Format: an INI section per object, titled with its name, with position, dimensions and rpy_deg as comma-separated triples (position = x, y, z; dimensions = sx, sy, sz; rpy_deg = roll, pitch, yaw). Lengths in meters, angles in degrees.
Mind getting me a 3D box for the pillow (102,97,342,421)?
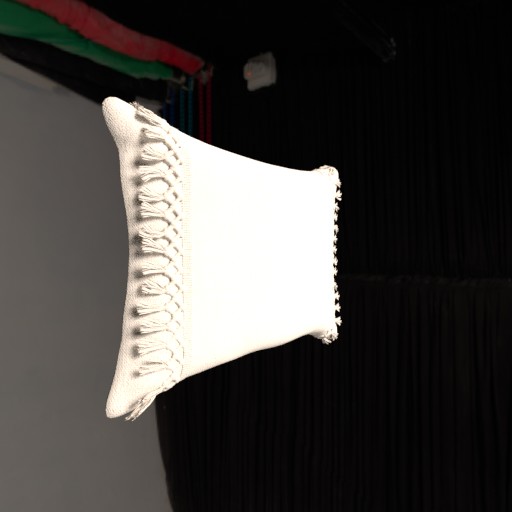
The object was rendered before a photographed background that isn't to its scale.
[pillow]
position = 0.000, 0.000, 0.593
dimensions = 0.084, 0.305, 0.466
rpy_deg = 0, 1, 37
